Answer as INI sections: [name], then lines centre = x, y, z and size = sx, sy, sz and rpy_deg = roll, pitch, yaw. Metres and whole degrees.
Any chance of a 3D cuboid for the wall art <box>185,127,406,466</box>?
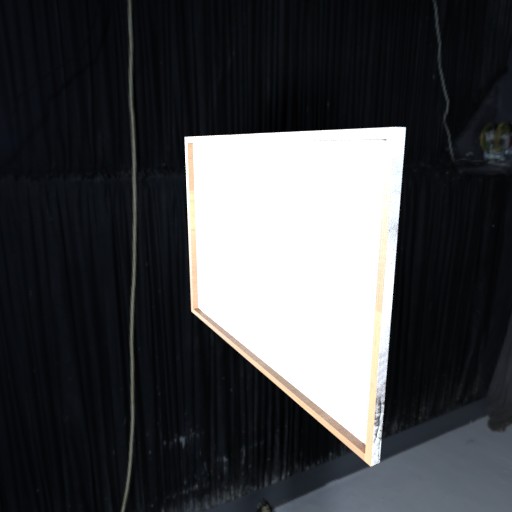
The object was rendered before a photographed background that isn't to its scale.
[wall art]
centre = 0.000, 0.000, 1.143
size = 0.023, 0.607, 0.914
rpy_deg = -8, 16, -28
